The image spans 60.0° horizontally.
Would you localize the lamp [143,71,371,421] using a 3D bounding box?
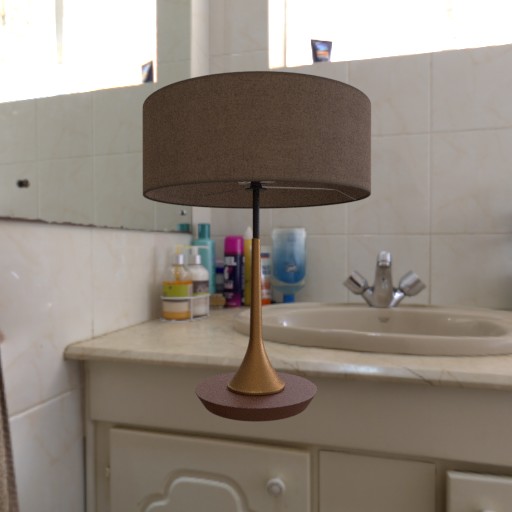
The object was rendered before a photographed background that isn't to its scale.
[{"bbox_3d":[0.000,0.000,0.832,0.417,0.551,0.396,0,0,18],"label":"lamp"}]
